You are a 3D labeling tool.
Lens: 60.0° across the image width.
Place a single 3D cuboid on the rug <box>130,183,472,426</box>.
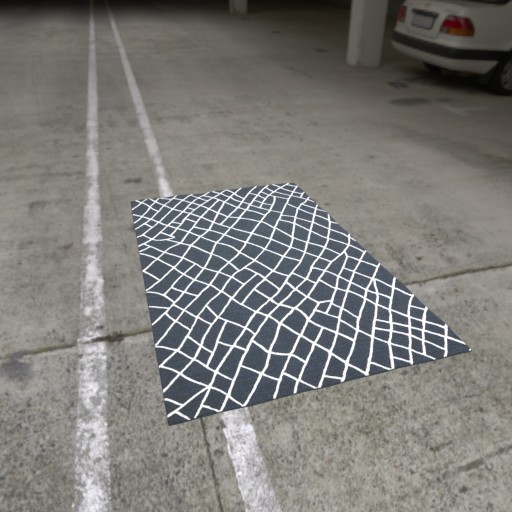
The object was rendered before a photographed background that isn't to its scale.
[{"bbox_3d":[0.000,0.000,3.046,1.529,0.017,2.448,-9,32,-15],"label":"rug"}]
